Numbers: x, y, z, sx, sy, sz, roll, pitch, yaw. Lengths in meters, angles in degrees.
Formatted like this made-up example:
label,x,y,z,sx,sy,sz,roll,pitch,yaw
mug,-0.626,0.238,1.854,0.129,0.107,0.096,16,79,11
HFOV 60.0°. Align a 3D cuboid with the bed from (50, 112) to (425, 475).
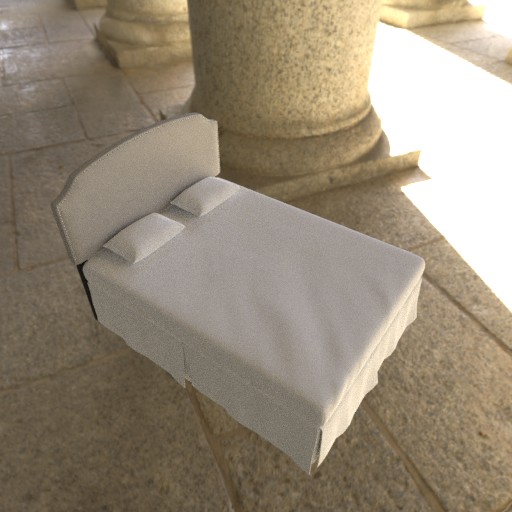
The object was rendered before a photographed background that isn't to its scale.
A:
label,x,y,z,sx,sy,sz,roll,pitch,yaw
bed,0.000,0.000,2.998,1.999,1.270,1.558,25,47,26
